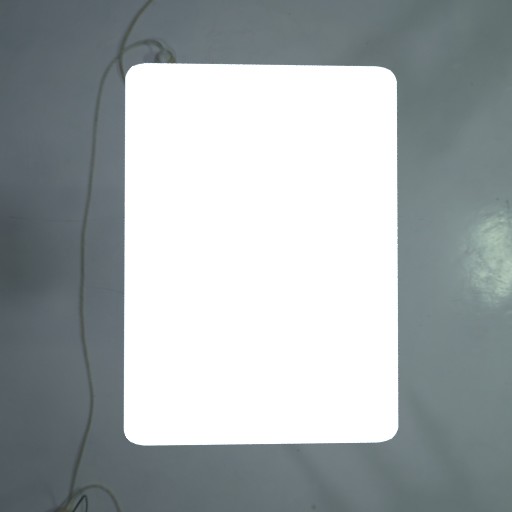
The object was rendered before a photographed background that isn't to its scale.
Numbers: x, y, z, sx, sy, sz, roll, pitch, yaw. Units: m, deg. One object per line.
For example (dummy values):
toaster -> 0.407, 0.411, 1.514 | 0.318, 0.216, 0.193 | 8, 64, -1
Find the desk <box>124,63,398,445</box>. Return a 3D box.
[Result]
desk -> 0.000, 0.000, 1.289 | 0.549, 0.800, 0.762 | 0, 89, -2
